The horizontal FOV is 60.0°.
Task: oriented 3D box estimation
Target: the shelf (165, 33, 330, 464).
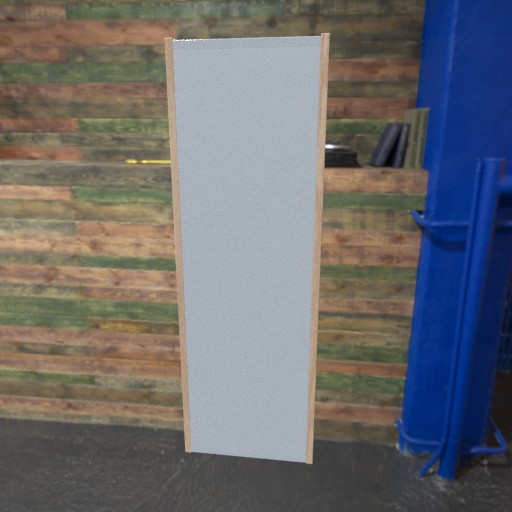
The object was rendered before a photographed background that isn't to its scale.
[{"bbox_3d":[0.000,0.000,1.053,0.300,0.900,0.290,2,16,7],"label":"shelf"}]
